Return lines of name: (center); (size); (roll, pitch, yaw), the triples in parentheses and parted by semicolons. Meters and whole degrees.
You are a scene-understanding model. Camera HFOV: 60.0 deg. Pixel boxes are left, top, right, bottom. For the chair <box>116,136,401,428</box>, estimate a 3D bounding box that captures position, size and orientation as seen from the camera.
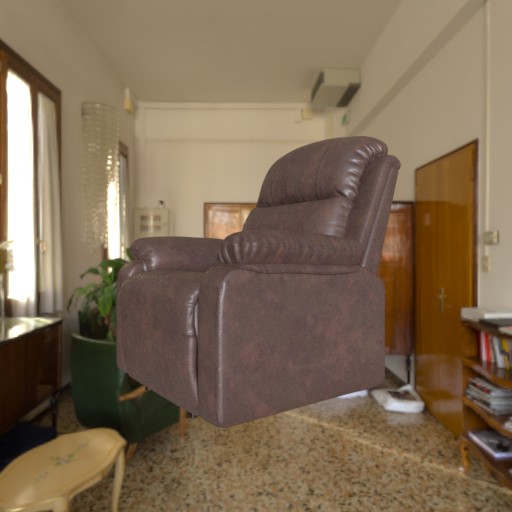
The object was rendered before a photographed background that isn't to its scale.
chair: (0.000, 0.000, 1.728); (0.919, 0.992, 0.855); (0, 1, -37)
